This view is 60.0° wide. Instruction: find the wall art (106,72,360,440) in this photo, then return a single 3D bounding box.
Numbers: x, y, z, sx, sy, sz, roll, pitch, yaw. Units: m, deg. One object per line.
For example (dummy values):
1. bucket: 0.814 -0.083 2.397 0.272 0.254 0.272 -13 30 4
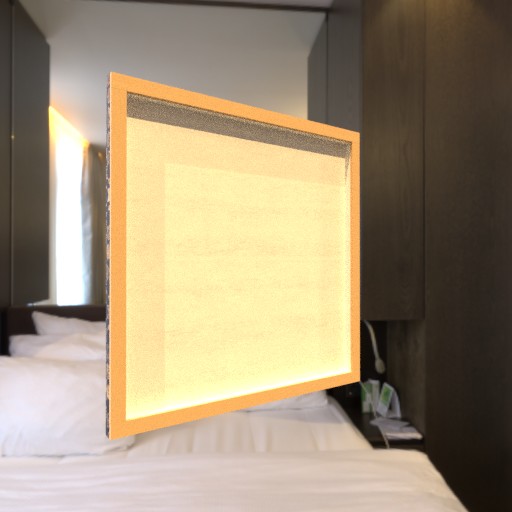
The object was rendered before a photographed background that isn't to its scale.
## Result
1. wall art: 0.000 0.000 1.377 0.914 0.914 0.038 0 -1 -36
